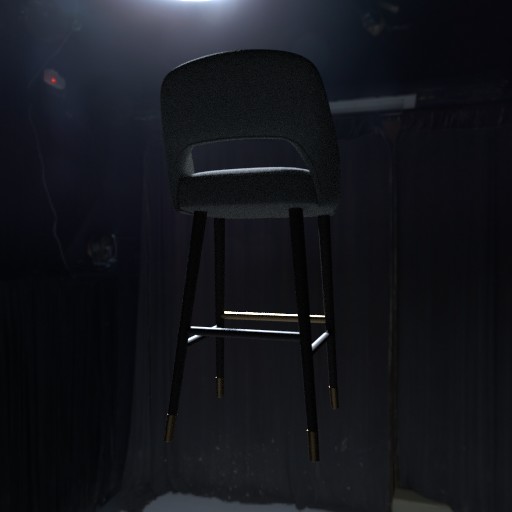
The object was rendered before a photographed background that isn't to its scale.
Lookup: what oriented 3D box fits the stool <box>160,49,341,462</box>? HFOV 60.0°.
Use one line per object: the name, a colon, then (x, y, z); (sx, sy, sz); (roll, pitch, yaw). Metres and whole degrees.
stool: (0.000, 0.000, 1.410); (0.536, 1.089, 0.524); (0, 0, 17)
